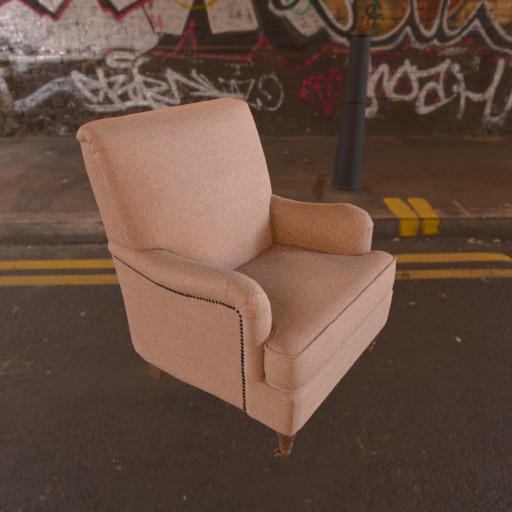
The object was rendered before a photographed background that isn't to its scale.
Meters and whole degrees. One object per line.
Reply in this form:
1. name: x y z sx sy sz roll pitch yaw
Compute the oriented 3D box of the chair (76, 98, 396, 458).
1. chair: 0.000 0.000 1.828 0.953 1.119 0.879 19 33 32
